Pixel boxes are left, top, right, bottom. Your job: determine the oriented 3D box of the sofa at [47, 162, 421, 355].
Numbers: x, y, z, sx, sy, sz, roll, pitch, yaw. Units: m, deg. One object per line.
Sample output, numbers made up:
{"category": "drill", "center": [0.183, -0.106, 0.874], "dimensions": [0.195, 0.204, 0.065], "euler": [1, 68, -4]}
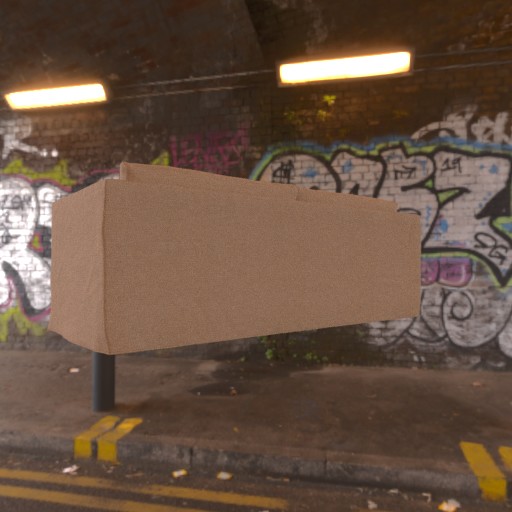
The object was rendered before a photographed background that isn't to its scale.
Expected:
{"category": "sofa", "center": [0.000, 0.000, 2.838], "dimensions": [2.296, 0.847, 0.956], "euler": [1, -1, -37]}
